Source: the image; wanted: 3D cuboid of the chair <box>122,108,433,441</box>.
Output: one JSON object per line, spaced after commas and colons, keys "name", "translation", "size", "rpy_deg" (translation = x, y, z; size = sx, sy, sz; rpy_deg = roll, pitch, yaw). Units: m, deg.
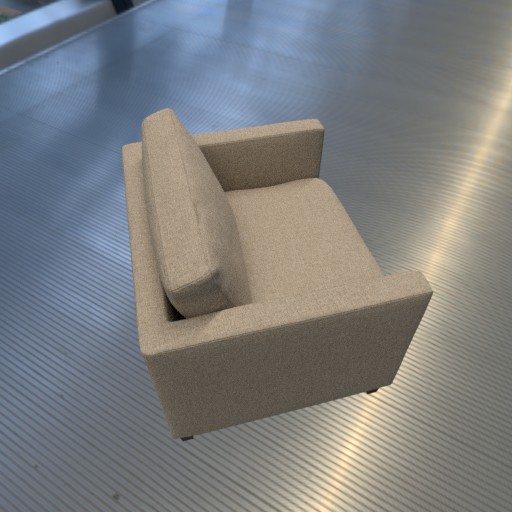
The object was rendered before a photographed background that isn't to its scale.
{"name": "chair", "translation": [0.000, 0.000, 1.860], "size": [0.959, 0.961, 1.107], "rpy_deg": [-11, 48, -10]}
